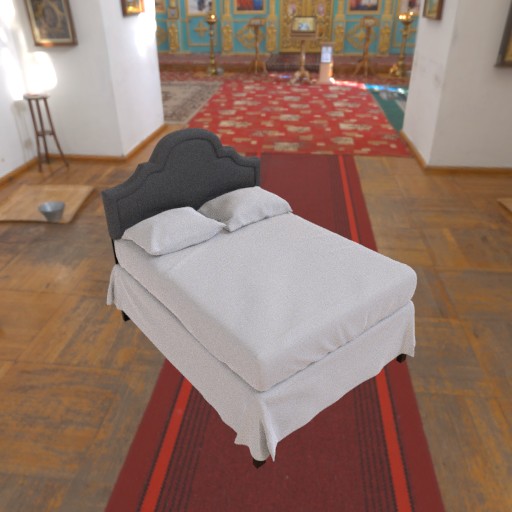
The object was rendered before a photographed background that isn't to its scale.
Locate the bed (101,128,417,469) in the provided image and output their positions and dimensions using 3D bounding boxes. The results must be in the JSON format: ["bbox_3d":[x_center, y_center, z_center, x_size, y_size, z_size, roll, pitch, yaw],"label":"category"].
[{"bbox_3d":[0.000,0.000,3.490,1.780,1.634,2.222,-22,36,-33],"label":"bed"}]
